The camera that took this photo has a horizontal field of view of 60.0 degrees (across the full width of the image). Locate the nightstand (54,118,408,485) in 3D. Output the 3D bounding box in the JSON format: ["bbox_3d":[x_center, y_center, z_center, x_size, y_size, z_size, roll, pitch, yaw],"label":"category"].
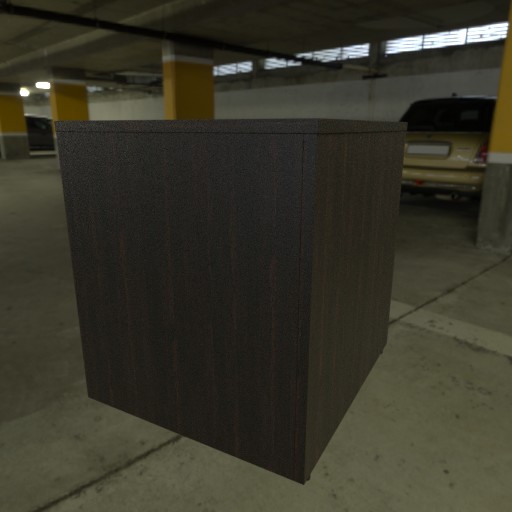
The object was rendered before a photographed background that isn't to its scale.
[{"bbox_3d":[0.000,0.000,0.793,0.400,0.460,0.461,9,18,28],"label":"nightstand"}]
